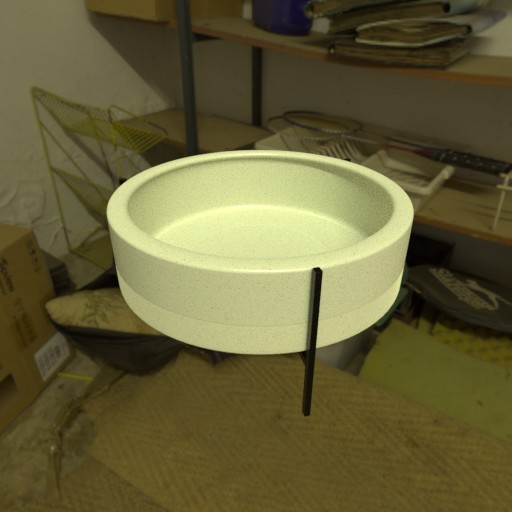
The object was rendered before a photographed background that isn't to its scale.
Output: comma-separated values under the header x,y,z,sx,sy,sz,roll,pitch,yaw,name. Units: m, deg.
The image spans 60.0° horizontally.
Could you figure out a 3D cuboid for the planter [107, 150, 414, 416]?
x,y,z,sx,sy,sz,roll,pitch,yaw,name
0.000,0.000,0.547,0.345,0.171,0.336,8,31,13,planter
